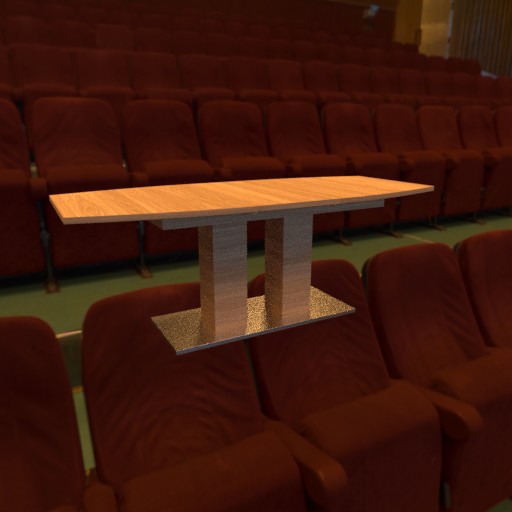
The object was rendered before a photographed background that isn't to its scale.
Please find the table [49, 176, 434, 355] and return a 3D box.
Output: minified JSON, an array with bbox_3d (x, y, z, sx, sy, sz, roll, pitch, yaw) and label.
[{"bbox_3d":[0.000,0.000,2.540,2.032,0.750,0.900,-8,18,-27],"label":"table"}]
